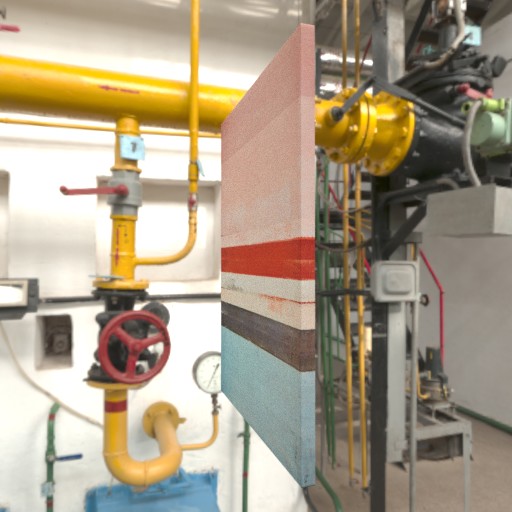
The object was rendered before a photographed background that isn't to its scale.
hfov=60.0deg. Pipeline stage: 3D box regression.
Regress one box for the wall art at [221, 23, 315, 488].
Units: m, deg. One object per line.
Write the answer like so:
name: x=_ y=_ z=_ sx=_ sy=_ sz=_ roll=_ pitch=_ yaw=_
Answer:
wall art: x=0.000 y=0.000 z=1.337 sx=0.039 sy=1.016 sz=0.761 roll=0 pitch=-1 yaw=-18
